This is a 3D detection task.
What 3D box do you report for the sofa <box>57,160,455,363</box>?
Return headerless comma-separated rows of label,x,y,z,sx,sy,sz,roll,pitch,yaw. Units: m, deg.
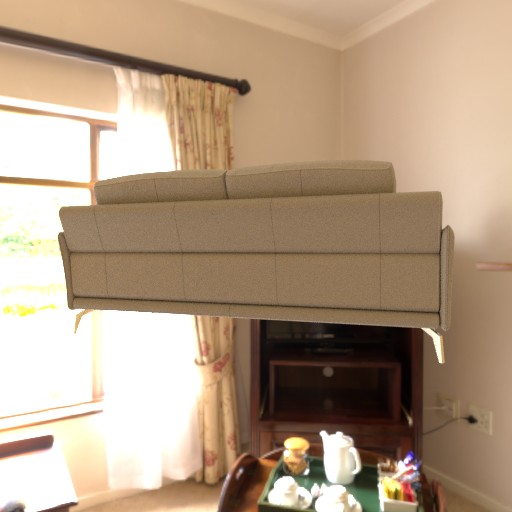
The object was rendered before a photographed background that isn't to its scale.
sofa,0.000,0.000,2.656,2.101,0.930,1.049,0,1,19
